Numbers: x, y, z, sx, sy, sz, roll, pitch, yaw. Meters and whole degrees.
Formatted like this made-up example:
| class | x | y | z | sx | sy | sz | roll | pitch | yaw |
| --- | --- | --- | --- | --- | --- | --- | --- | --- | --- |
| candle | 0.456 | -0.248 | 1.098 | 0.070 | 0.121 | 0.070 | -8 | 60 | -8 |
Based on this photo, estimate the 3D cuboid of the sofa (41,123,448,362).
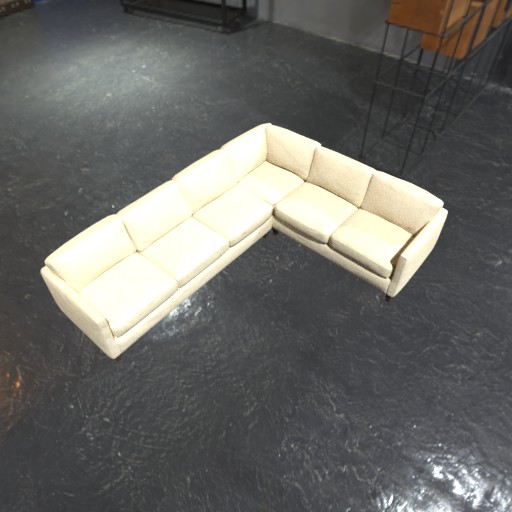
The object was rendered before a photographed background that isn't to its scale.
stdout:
| class | x | y | z | sx | sy | sz | roll | pitch | yaw |
| --- | --- | --- | --- | --- | --- | --- | --- | --- | --- |
| sofa | 0.000 | 0.000 | 4.559 | 2.593 | 0.947 | 3.302 | 32 | 55 | 26 |
